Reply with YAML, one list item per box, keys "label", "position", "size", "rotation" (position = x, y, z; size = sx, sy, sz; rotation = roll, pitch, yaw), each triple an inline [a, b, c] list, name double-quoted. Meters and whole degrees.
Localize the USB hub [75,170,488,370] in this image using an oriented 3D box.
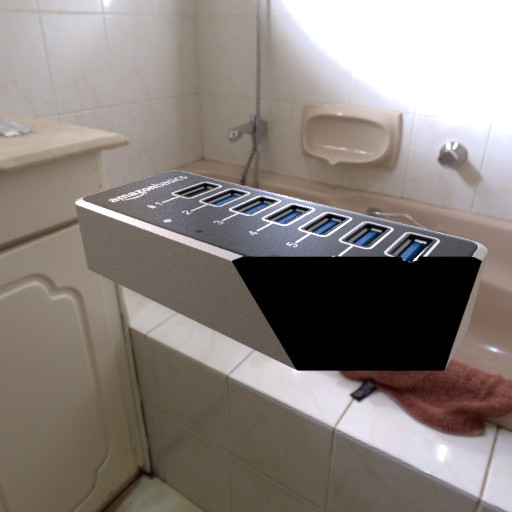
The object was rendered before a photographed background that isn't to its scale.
- label: "USB hub"
  position: [0.000, 0.000, 0.126]
  size: [0.110, 0.023, 0.044]
  rotation: [19, 32, 33]
